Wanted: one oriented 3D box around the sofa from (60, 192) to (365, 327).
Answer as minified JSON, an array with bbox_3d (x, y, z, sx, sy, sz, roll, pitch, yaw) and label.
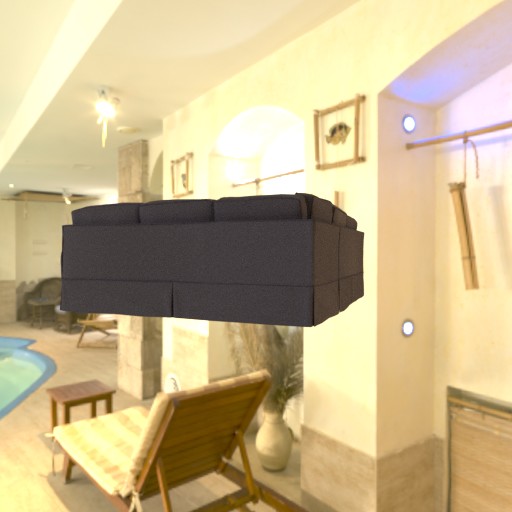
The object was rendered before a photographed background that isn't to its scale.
[{"bbox_3d":[0.000,0.000,5.017,3.773,1.169,2.874,-1,1,-37],"label":"sofa"}]
